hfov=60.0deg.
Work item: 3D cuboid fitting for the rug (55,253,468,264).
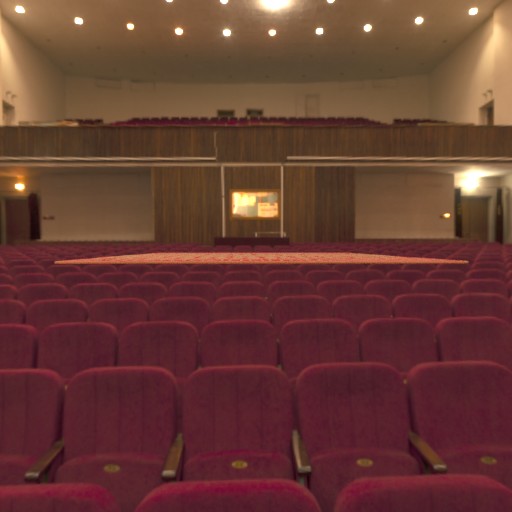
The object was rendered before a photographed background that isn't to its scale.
[{"bbox_3d":[0.000,0.000,4.118,2.441,0.016,3.095,0,1,-1],"label":"rug"}]
